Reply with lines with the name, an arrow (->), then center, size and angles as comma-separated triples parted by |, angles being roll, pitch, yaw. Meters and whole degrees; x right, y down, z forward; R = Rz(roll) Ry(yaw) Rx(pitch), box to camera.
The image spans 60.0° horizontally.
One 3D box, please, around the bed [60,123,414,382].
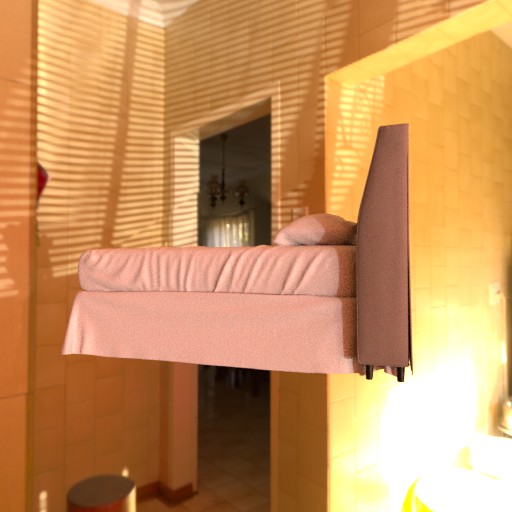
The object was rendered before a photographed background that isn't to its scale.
bed -> 0.000, 0.000, 3.459 | 2.276, 1.332, 1.925 | 0, -1, 19
